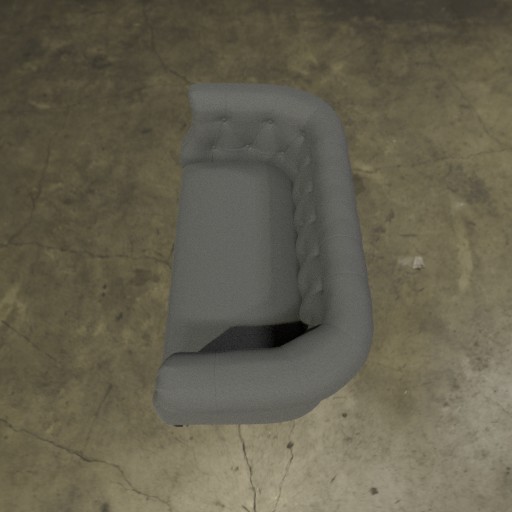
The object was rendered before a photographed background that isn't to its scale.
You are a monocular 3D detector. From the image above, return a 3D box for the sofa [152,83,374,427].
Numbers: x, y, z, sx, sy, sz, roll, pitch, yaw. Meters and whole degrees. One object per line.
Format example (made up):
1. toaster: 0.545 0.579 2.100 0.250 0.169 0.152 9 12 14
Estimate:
1. sofa: 0.000 0.000 2.085 0.835 0.827 1.558 0 59 0
